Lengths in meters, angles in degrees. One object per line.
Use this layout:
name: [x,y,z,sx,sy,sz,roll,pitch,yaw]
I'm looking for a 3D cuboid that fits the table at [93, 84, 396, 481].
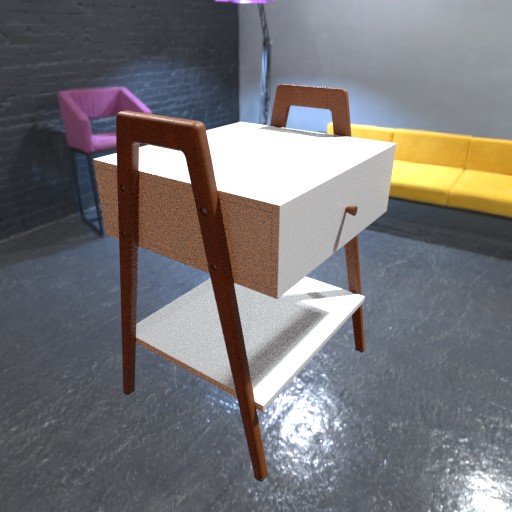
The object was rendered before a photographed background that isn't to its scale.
table: [0.000,0.000,0.905,0.405,0.610,0.457,18,32,31]
